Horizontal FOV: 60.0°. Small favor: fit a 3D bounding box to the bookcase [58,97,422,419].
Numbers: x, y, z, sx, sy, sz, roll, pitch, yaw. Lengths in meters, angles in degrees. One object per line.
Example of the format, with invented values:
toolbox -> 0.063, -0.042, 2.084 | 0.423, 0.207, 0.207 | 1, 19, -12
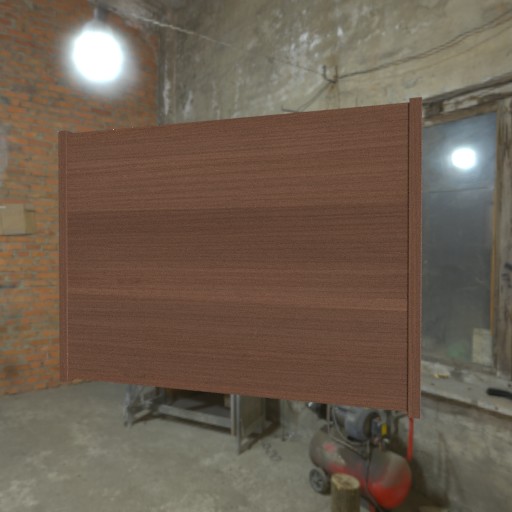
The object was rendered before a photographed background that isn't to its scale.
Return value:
bookcase -> 0.000, 0.000, 0.619 | 0.415, 0.305, 0.290 | 0, 1, 17
